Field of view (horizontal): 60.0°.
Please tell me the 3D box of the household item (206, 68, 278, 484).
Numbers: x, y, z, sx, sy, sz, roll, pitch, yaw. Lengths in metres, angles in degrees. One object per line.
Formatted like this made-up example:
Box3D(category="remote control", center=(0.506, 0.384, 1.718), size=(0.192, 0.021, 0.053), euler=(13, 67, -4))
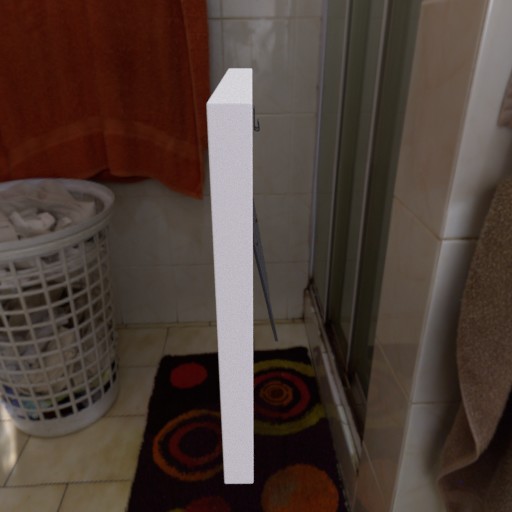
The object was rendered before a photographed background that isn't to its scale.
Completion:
Box3D(category="household item", center=(0.000, 0.000, 0.337), size=(0.045, 0.250, 0.200), euler=(0, 27, 0))
